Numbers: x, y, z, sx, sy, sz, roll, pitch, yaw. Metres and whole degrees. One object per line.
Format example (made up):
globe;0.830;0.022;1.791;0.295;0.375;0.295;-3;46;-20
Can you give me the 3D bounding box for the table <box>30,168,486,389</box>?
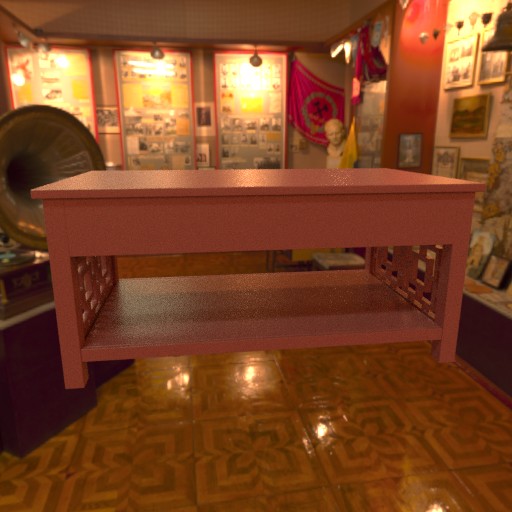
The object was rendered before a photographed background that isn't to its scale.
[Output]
table;0.000;0.000;1.384;1.068;0.493;0.612;-2;15;-7
